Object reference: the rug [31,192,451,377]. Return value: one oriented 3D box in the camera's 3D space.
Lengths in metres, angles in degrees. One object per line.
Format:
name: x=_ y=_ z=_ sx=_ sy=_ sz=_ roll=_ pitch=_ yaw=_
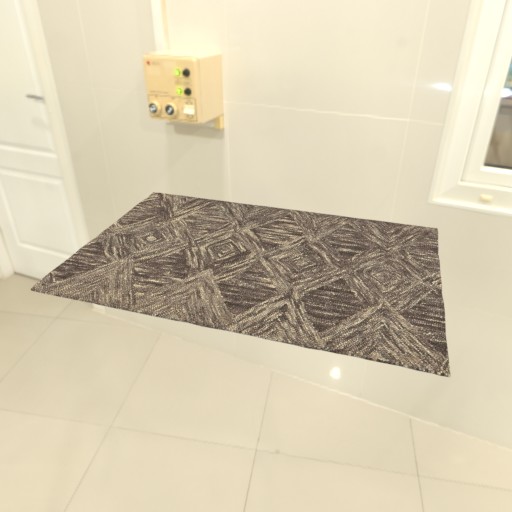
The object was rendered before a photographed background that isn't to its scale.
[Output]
rug: x=0.000 y=0.000 z=2.280 sx=1.814 sy=0.012 sz=1.186 roll=9 pitch=32 yaw=15
